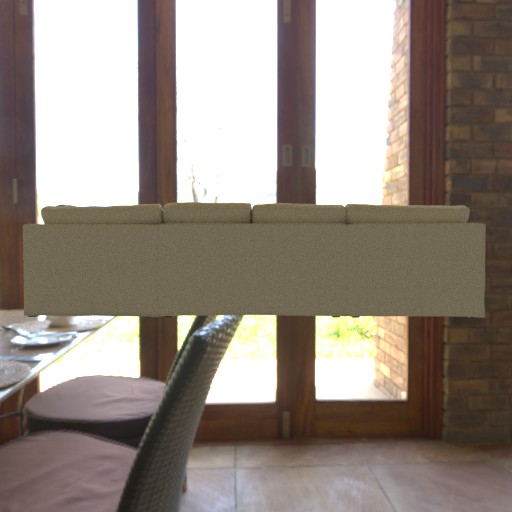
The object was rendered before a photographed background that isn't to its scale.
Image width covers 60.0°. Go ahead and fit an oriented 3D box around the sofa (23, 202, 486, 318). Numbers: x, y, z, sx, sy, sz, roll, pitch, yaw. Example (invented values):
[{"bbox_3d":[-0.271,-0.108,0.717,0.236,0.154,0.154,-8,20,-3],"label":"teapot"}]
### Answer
[{"bbox_3d":[0.000,0.000,4.471,3.464,0.882,2.448,0,1,0],"label":"sofa"}]
